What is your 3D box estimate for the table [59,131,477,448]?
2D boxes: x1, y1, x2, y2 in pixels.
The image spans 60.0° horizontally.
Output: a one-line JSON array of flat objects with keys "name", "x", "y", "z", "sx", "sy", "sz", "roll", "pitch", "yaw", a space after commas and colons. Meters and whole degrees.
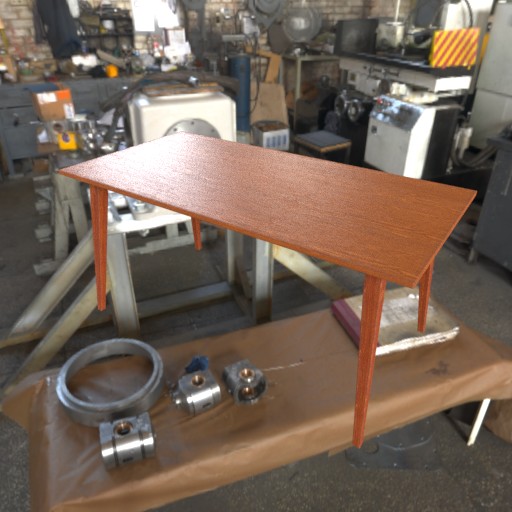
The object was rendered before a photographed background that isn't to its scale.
[{"name": "table", "x": 0.000, "y": 0.000, "z": 2.084, "sx": 1.609, "sy": 0.755, "sz": 0.811, "roll": 19, "pitch": 36, "yaw": 29}]
